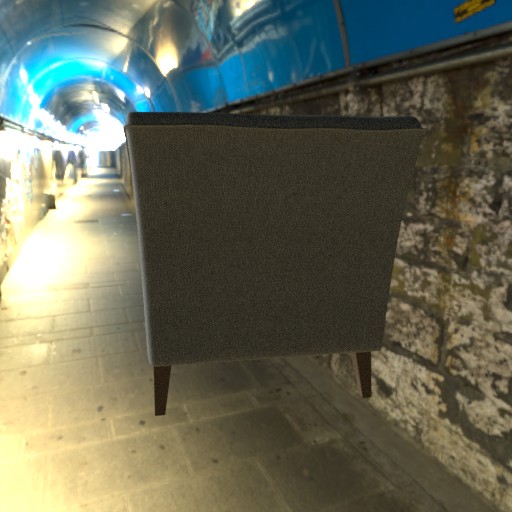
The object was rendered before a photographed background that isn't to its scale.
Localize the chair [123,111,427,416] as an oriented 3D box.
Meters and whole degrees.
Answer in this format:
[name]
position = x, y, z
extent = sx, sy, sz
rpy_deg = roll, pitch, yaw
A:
[chair]
position = 0.000, 0.000, 1.614
extent = 0.780, 0.919, 0.899
rpy_deg = -2, 13, -9
